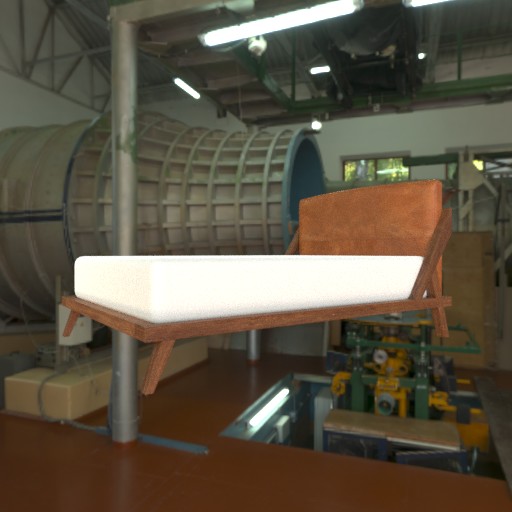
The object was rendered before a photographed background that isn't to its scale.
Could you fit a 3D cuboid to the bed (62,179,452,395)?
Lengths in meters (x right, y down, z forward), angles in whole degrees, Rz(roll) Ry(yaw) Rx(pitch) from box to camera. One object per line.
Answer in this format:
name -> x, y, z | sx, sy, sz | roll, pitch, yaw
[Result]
bed -> 0.000, 0.000, 3.229 | 2.311, 1.168, 1.651 | 0, 1, -35
